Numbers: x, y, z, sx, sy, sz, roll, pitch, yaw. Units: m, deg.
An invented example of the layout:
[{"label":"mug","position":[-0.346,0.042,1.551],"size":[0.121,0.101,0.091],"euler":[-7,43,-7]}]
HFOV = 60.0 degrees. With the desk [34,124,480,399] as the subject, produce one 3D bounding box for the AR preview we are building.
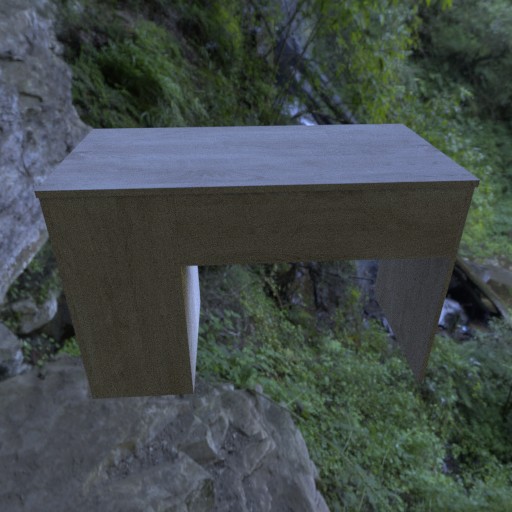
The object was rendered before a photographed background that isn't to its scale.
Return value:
[{"label":"desk","position":[0.000,0.000,1.515],"size":[1.097,0.735,0.560],"euler":[-2,31,-3]}]
